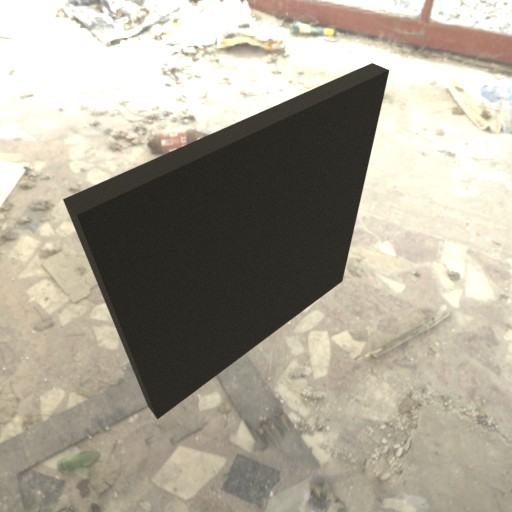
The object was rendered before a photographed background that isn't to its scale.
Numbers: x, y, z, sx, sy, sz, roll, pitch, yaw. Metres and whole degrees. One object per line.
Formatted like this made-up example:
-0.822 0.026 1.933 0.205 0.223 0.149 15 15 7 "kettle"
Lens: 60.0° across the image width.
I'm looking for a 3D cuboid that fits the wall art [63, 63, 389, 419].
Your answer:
0.000 0.000 0.687 0.462 0.458 0.030 -32 55 -26 "wall art"
